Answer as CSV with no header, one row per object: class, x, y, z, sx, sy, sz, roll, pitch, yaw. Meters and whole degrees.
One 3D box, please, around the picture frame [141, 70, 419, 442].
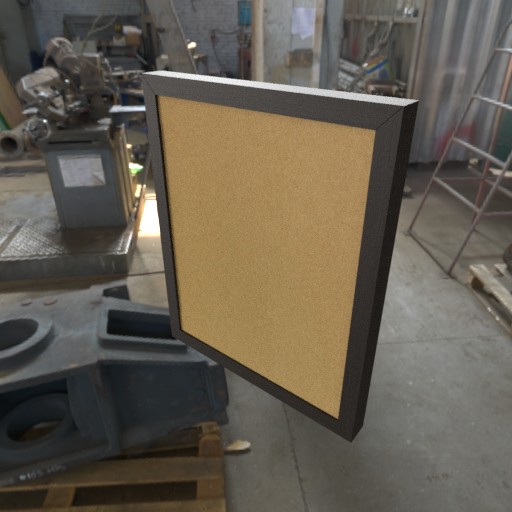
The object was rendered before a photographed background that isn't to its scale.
picture frame,0.000,0.000,0.761,0.452,0.555,0.044,21,36,33
